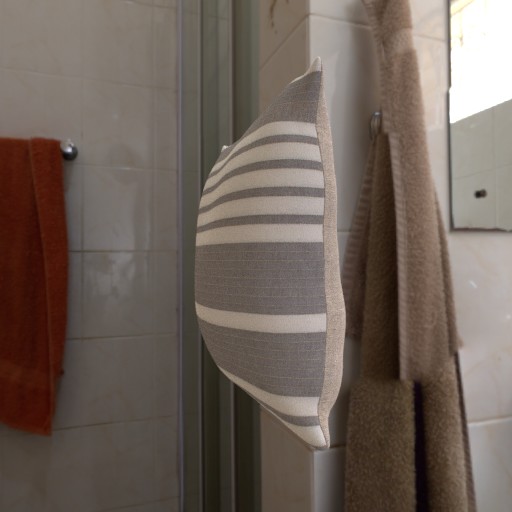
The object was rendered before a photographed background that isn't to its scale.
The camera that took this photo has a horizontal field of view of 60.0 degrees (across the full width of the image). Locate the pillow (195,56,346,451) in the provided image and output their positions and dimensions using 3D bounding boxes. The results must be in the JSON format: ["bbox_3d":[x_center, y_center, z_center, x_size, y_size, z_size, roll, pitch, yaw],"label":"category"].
[{"bbox_3d":[0.000,0.000,0.680,0.182,0.440,0.439,0,-1,-18],"label":"pillow"}]
